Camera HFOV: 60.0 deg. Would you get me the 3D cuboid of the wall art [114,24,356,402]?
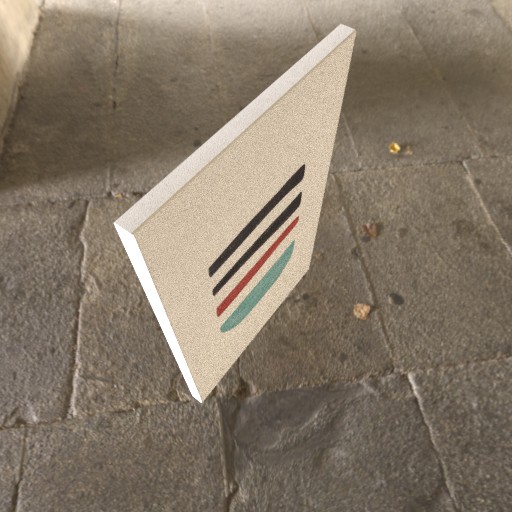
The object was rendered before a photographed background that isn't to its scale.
[{"bbox_3d":[0.000,0.000,1.125,0.038,0.912,0.607,32,63,19],"label":"wall art"}]
